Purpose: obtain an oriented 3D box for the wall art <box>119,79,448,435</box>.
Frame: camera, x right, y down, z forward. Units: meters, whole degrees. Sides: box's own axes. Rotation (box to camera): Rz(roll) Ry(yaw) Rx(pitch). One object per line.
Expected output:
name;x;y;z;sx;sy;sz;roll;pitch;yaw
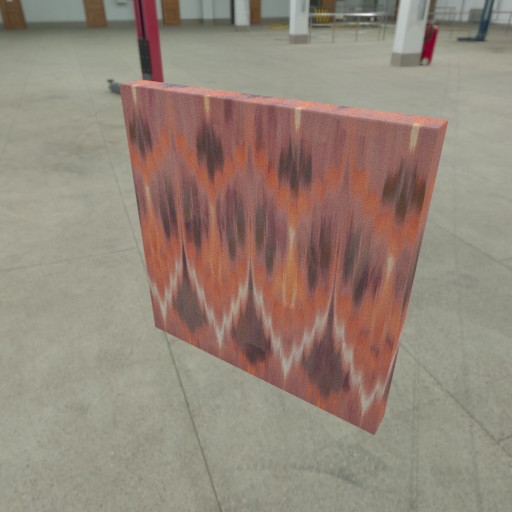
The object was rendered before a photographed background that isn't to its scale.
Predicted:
wall art;0.000;0.000;0.596;0.403;0.406;0.038;19;35;28
